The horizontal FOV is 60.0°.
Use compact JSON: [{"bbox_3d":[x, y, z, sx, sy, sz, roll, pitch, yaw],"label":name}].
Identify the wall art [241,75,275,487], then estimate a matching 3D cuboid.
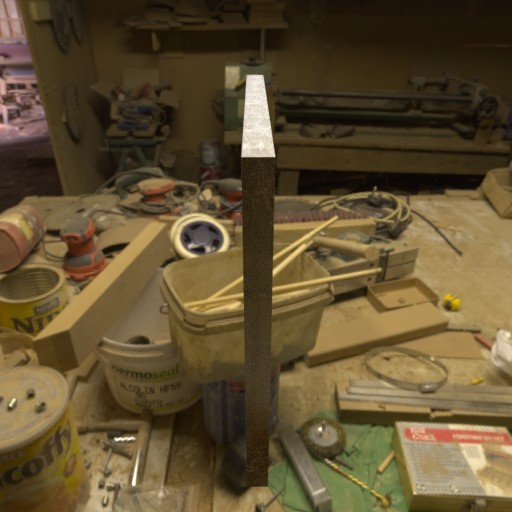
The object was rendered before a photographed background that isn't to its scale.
[{"bbox_3d":[0.000,0.000,0.910,0.038,0.610,0.610,0,30,0],"label":"wall art"}]
